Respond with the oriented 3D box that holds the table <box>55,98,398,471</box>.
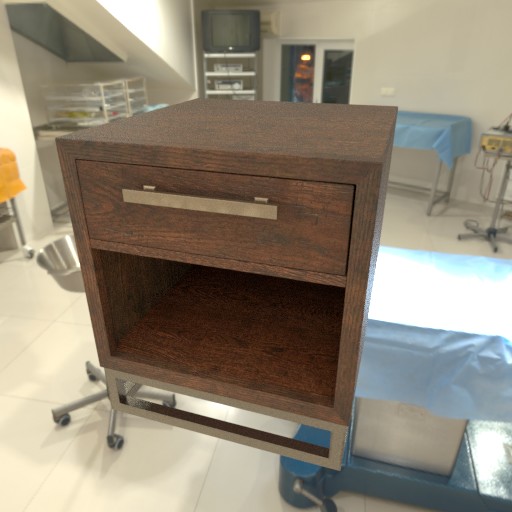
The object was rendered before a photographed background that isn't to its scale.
[{"bbox_3d":[0.000,0.000,0.980,0.506,0.582,0.566,8,27,16],"label":"table"}]
